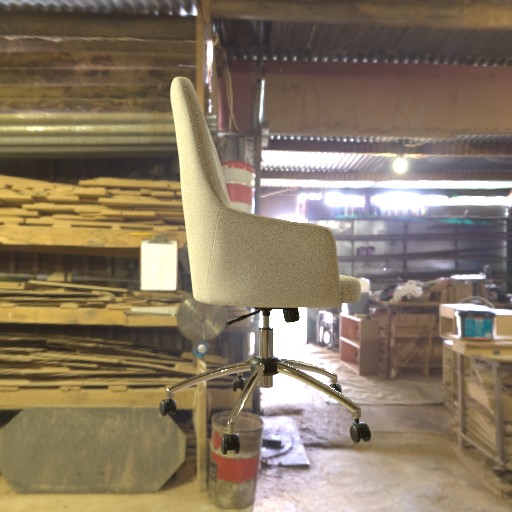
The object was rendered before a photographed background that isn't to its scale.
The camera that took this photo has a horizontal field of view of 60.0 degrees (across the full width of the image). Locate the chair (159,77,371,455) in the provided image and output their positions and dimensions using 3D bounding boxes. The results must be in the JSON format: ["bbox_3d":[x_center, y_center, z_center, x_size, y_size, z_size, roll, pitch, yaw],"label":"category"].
[{"bbox_3d":[0.000,0.000,1.454,0.640,1.049,0.620,0,-1,0],"label":"chair"}]
